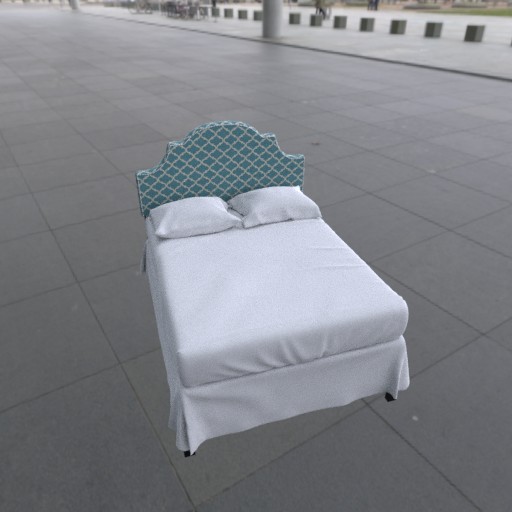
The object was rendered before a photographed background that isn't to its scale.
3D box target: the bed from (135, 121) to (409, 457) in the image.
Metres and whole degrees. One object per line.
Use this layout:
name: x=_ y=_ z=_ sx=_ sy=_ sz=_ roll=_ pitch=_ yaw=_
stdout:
bed: x=0.000 y=0.000 z=3.480 sx=1.780 sy=1.633 sz=2.222 roll=-9 pitch=32 yaw=-15
